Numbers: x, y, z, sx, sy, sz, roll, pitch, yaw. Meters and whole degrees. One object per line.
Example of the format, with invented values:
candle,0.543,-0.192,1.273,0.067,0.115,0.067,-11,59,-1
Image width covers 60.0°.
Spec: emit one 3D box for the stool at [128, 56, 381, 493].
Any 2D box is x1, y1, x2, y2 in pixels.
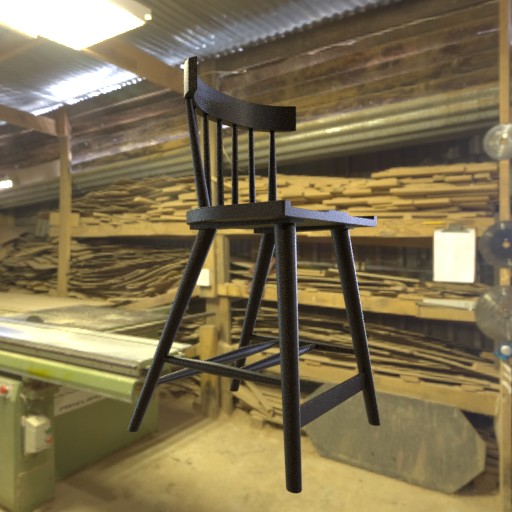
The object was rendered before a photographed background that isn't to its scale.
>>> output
stool,0.000,0.000,1.232,0.549,0.953,0.494,0,1,36
